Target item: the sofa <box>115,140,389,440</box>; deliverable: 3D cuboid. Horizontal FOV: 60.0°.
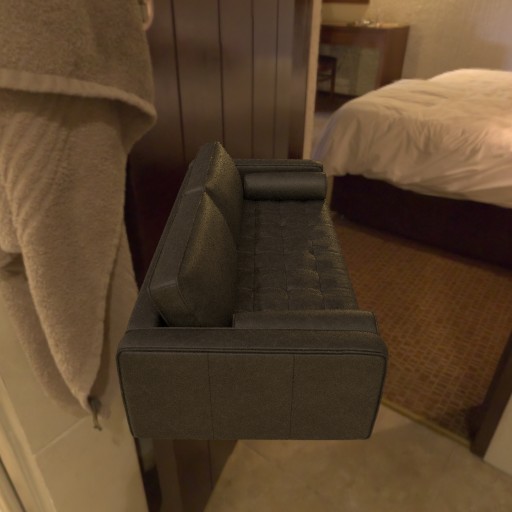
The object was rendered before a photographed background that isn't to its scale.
[{"bbox_3d":[0.000,0.000,2.304,0.921,0.770,1.879,0,31,0],"label":"sofa"}]
